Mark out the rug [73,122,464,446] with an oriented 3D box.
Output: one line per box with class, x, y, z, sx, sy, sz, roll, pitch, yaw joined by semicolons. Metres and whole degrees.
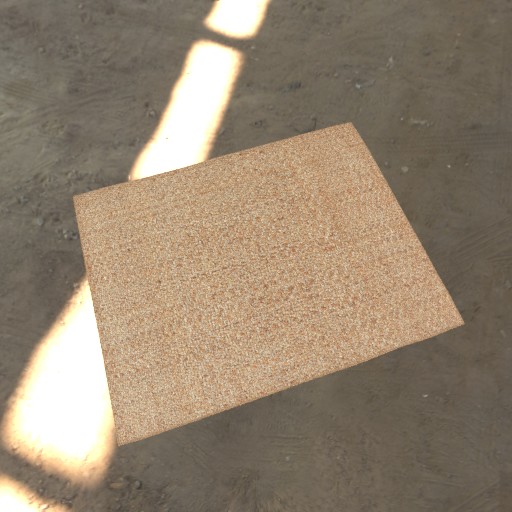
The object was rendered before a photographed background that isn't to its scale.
rug;0.000;0.000;4.124;3.048;0.013;2.439;-17;65;-8
